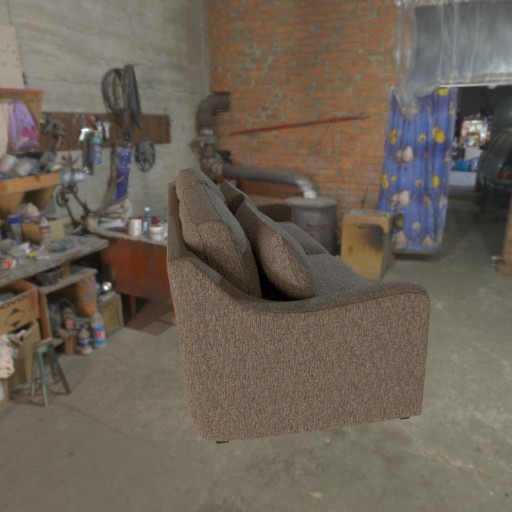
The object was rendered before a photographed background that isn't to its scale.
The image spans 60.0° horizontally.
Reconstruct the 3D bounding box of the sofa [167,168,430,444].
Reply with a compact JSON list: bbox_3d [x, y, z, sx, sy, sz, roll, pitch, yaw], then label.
[{"bbox_3d":[0.000,0.000,2.888,1.103,0.998,2.418,-3,16,-10],"label":"sofa"}]
